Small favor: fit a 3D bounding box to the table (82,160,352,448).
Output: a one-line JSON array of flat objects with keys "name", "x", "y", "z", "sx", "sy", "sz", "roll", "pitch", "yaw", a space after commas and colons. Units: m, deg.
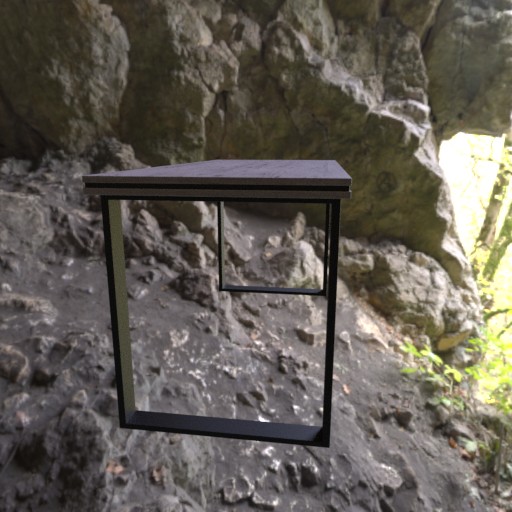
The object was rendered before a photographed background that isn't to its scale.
[{"name": "table", "x": 0.000, "y": 0.000, "z": 2.235, "sx": 0.795, "sy": 0.899, "sz": 1.778, "roll": 2, "pitch": 14, "yaw": 8}]
